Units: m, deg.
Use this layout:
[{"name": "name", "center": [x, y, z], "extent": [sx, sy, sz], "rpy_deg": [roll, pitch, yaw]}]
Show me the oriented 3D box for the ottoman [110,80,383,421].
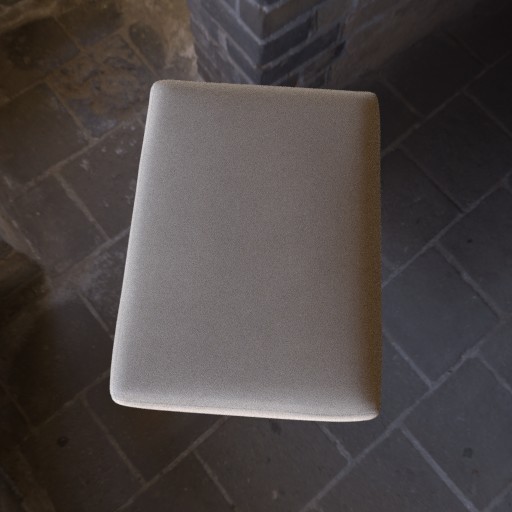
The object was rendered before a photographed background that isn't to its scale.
[{"name": "ottoman", "center": [0.000, 0.000, 1.170], "extent": [0.569, 0.504, 0.773], "rpy_deg": [4, 75, 1]}]
